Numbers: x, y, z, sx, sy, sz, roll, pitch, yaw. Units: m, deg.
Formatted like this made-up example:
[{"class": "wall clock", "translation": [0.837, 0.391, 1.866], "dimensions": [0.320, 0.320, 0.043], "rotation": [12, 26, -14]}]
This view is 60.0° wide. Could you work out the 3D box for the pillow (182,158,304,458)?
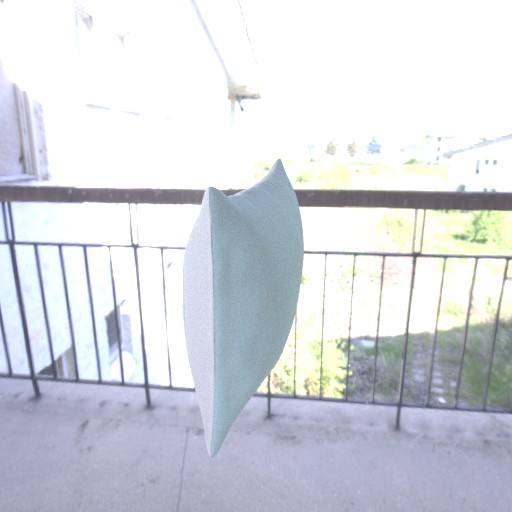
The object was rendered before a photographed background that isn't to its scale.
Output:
[{"class": "pillow", "translation": [0.000, 0.000, 0.715], "dimensions": [0.151, 0.287, 0.610], "rotation": [2, 15, 8]}]
